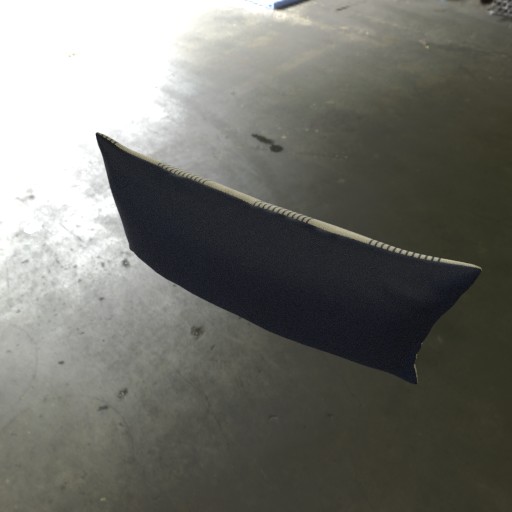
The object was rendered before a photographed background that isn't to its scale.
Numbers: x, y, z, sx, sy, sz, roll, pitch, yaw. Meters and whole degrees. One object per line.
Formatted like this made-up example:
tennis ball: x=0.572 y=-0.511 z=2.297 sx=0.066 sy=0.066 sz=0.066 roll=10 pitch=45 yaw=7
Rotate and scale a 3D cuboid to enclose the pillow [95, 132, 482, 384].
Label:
pillow: x=0.000 y=0.000 z=0.724 sx=0.610 sy=0.287 sz=0.151 roll=23 pitch=51 yaw=20
